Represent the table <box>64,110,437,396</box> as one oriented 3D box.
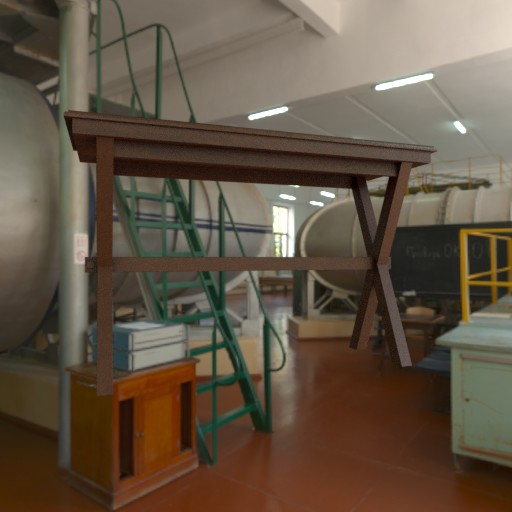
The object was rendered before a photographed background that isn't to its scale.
[{"bbox_3d":[0.000,0.000,1.537,1.197,0.763,0.399,0,0,-19],"label":"table"}]
